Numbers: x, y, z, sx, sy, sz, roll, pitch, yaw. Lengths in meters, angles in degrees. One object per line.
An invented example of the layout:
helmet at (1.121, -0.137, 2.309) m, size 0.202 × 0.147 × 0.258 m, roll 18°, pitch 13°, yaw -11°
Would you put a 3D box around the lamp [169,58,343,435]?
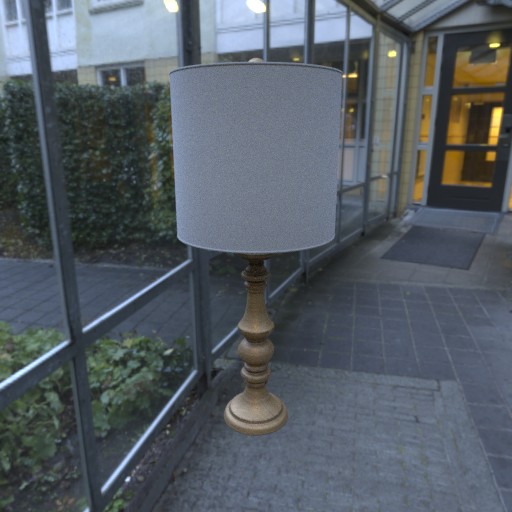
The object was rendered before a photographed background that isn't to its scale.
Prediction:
lamp at (0.000, 0.000, 0.724) m, size 0.250 × 0.597 × 0.250 m, roll 8°, pitch 17°, yaw 26°
